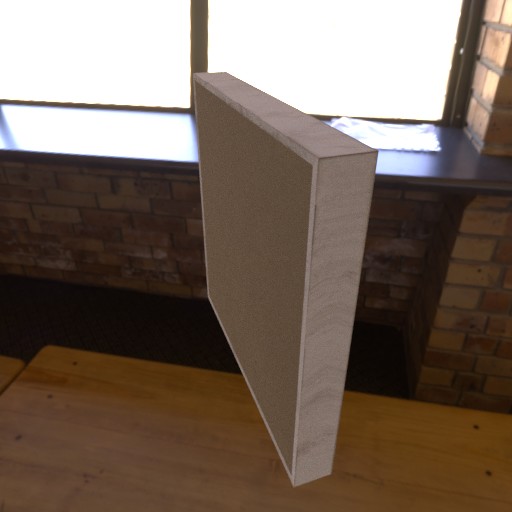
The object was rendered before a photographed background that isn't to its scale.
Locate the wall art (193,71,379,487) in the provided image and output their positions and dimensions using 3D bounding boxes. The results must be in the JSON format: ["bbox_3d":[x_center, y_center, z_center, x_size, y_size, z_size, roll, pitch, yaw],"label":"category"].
[{"bbox_3d":[0.000,0.000,0.447,0.038,0.303,0.305,-11,33,-17],"label":"wall art"}]
